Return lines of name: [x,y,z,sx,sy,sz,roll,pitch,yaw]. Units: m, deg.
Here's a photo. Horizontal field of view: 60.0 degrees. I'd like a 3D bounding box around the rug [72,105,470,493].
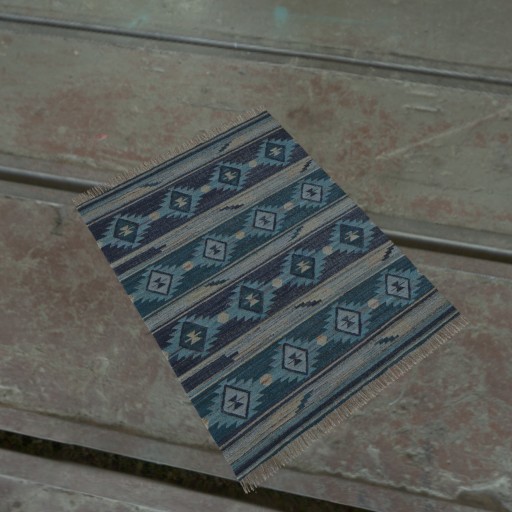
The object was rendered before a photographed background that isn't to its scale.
rug: [0.000,0.000,4.285,2.418,0.047,3.307,-31,66,-15]
